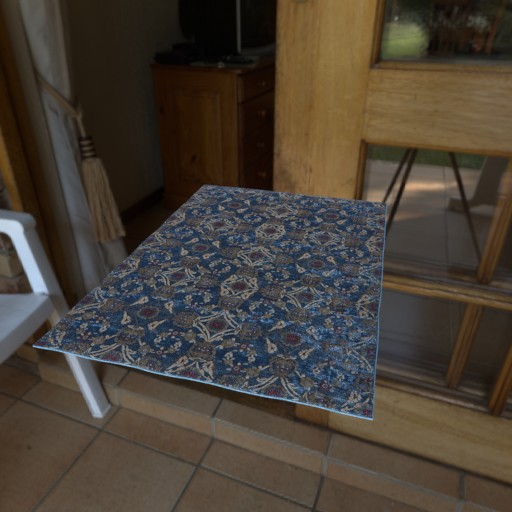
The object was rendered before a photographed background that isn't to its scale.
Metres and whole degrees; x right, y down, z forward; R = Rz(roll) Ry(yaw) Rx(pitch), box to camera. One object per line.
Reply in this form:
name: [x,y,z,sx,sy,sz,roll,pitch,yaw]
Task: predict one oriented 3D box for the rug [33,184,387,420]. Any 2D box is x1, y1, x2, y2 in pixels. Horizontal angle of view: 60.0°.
rug: [0.000,0.000,2.822,1.567,0.014,2.207,8,31,14]
